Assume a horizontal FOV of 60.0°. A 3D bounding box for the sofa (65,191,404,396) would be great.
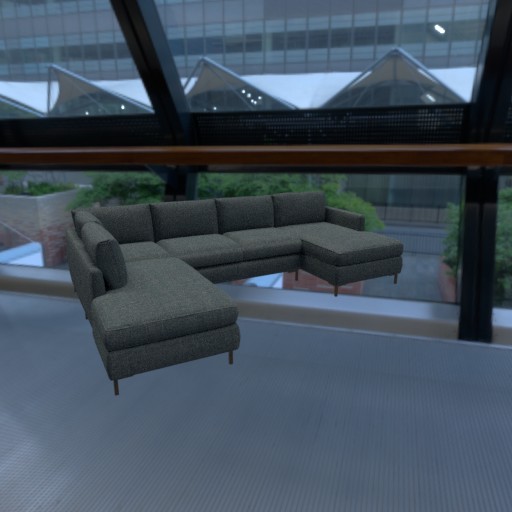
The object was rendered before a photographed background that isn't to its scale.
[{"bbox_3d":[0.000,0.000,3.628,2.737,0.753,1.879,-8,18,-27],"label":"sofa"}]
